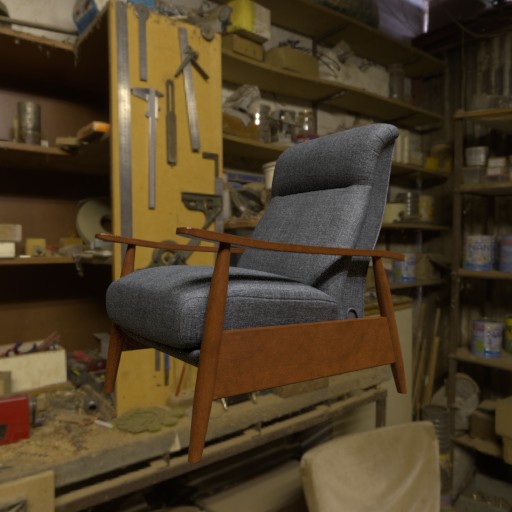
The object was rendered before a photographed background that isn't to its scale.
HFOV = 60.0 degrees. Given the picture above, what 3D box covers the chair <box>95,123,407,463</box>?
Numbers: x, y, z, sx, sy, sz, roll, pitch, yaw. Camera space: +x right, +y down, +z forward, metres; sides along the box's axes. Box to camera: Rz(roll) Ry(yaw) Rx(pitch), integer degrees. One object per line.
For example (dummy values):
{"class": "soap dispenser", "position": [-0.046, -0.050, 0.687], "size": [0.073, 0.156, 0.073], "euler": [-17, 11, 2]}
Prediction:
{"class": "chair", "position": [0.000, 0.000, 1.751], "size": [1.030, 1.082, 0.762], "euler": [-1, 2, -37]}
